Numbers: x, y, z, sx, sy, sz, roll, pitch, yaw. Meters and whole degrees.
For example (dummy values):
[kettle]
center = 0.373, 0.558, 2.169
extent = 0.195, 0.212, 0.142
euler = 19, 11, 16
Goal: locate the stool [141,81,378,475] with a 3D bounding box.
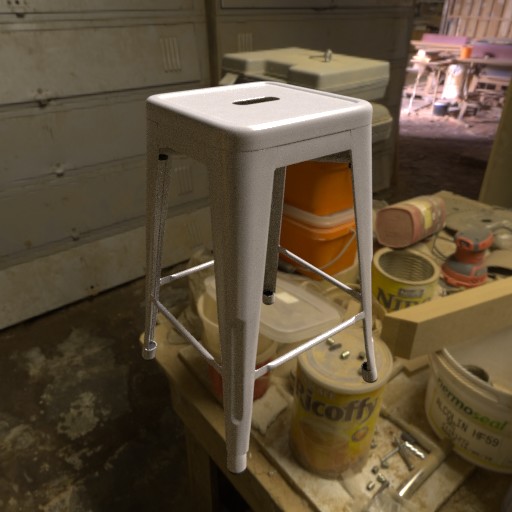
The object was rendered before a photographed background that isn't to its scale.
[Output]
[stool]
center = 0.000, 0.000, 0.896
extent = 0.406, 0.610, 0.406
euler = -21, 36, -32
